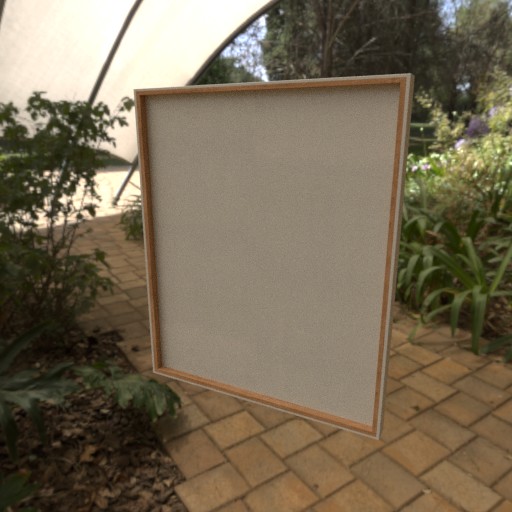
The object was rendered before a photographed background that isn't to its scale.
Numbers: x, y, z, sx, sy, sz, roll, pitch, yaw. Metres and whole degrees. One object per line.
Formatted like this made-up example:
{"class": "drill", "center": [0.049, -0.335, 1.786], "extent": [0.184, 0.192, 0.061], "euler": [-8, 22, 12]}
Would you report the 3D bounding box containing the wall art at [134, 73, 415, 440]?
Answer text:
{"class": "wall art", "center": [0.000, 0.000, 0.831], "extent": [0.508, 0.606, 0.037], "euler": [8, 17, 26]}
